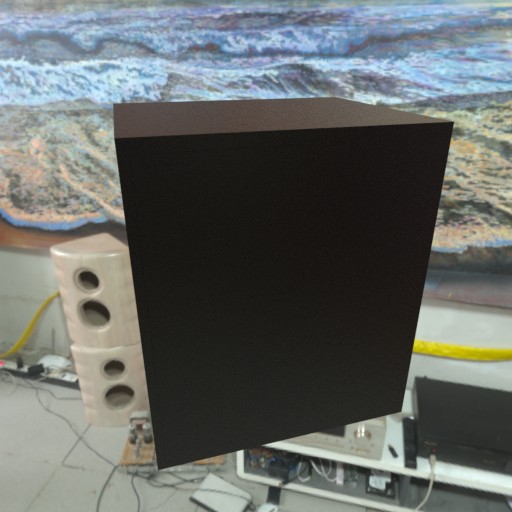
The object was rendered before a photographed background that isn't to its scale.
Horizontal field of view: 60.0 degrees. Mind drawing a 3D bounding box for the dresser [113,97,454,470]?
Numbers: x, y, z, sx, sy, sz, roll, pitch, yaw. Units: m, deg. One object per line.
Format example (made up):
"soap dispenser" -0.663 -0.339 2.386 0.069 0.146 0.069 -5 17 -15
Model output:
"dresser" 0.000 0.000 0.747 0.400 0.470 0.360 -7 26 -15
